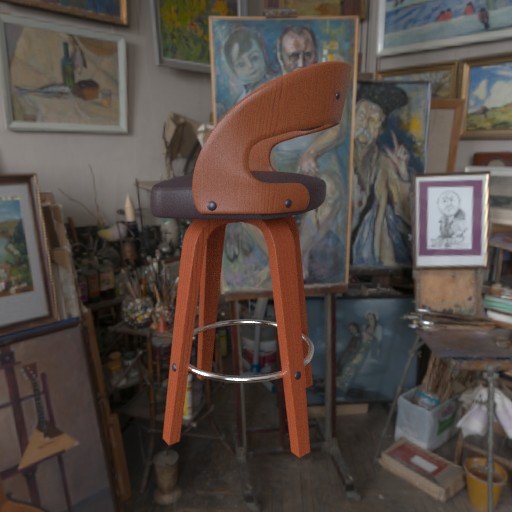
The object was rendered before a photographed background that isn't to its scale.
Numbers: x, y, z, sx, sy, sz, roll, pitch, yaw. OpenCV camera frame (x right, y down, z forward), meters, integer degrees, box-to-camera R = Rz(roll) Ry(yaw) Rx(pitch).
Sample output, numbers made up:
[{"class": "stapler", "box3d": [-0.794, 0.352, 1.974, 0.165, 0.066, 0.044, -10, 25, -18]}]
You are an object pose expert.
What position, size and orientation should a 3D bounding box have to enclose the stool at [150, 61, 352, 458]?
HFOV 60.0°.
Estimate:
[{"class": "stool", "box3d": [0.000, 0.000, 1.190, 0.457, 0.940, 0.457, 2, 14, 8]}]
